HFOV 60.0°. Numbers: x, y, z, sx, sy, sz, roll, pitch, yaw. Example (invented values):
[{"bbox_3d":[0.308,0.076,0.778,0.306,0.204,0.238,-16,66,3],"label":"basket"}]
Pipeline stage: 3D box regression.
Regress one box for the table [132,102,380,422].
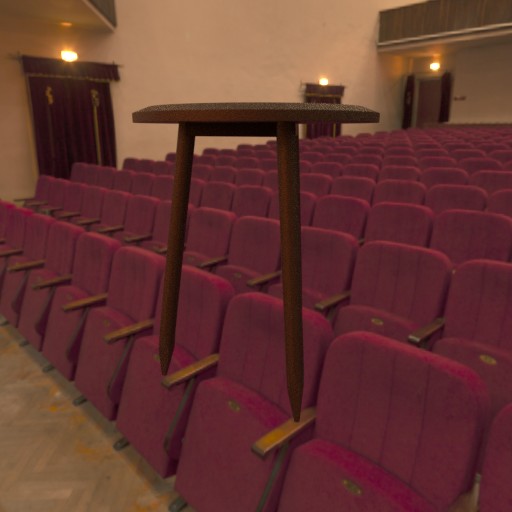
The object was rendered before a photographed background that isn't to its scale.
[{"bbox_3d":[0.000,0.000,0.925,0.457,0.585,0.457,0,16,0],"label":"table"}]
